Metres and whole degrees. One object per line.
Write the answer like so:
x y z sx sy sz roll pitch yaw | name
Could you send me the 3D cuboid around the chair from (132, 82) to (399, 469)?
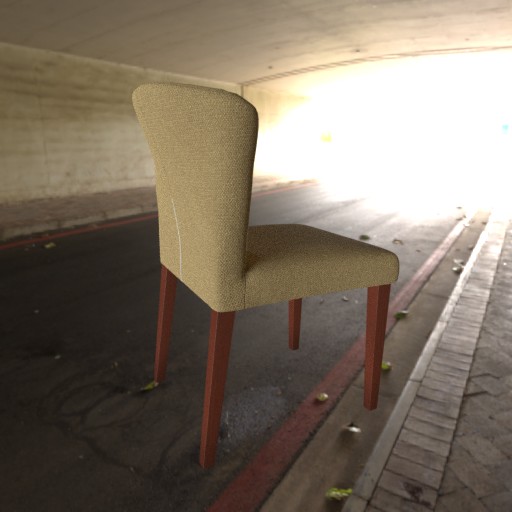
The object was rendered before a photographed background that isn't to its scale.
0.000 0.000 1.195 0.589 0.839 0.491 -7 16 -26 | chair
